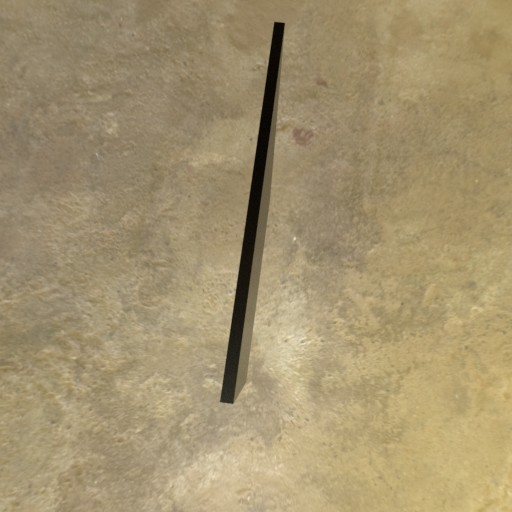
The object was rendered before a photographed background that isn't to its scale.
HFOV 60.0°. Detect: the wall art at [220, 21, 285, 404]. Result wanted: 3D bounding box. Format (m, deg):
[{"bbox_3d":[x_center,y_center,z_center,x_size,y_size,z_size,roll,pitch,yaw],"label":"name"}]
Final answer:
[{"bbox_3d":[0.000,0.000,0.766,0.013,0.582,0.442,7,76,2],"label":"wall art"}]
